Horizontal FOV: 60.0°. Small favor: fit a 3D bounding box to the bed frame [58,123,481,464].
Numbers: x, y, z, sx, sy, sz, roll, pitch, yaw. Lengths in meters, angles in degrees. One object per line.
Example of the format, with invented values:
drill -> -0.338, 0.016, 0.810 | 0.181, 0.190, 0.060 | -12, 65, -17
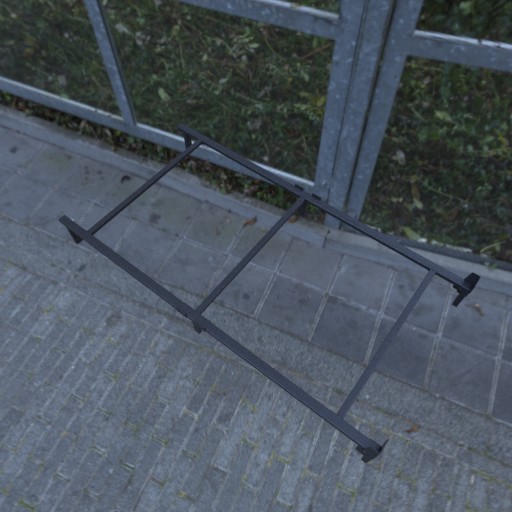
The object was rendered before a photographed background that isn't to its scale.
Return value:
bed frame -> 0.000, 0.000, 2.268 | 1.897, 0.248, 0.968 | 33, 62, 20
